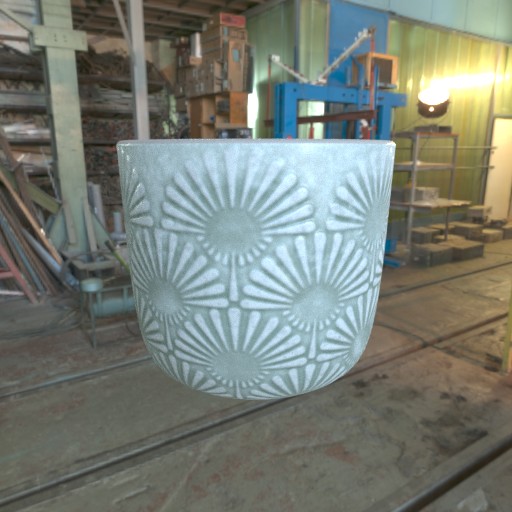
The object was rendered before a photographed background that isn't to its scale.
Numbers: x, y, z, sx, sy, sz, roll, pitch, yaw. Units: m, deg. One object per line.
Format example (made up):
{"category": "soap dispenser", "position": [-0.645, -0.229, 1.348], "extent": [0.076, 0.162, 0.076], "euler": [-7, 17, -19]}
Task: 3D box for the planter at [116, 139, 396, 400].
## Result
{"category": "planter", "position": [0.000, 0.000, 0.218], "extent": [0.124, 0.109, 0.124], "euler": [0, 14, 0]}
